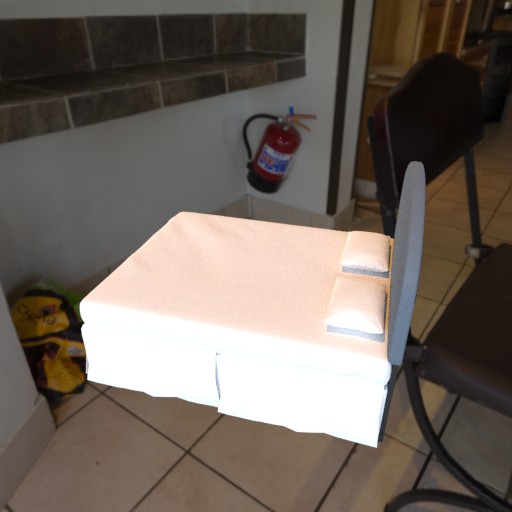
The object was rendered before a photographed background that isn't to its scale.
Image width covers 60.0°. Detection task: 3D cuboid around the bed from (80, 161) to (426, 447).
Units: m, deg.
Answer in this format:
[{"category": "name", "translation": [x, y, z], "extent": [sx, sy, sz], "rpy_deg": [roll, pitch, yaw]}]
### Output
[{"category": "bed", "translation": [0.000, 0.000, 3.098], "extent": [2.005, 1.410, 1.607], "rpy_deg": [8, 30, 15]}]
